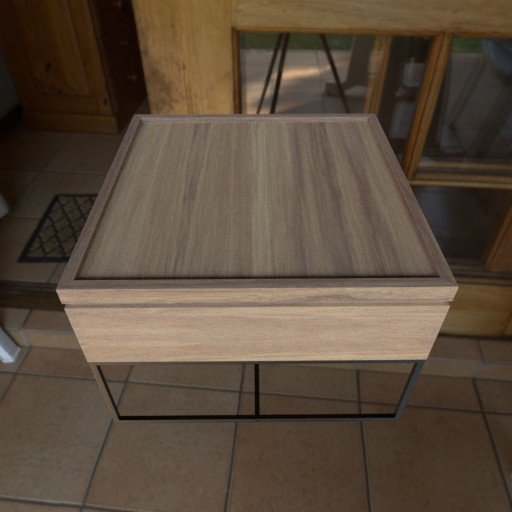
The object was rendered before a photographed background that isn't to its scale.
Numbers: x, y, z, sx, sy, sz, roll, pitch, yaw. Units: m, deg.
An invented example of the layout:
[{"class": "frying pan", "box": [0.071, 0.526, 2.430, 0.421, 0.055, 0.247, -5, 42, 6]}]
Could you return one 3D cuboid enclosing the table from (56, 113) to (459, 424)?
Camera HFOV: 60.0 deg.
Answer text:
[{"class": "table", "box": [0.000, 0.000, 1.149, 0.676, 0.464, 0.679, 0, 42, 0]}]
